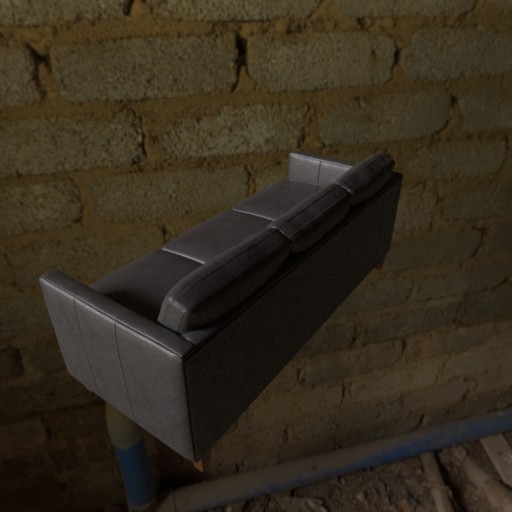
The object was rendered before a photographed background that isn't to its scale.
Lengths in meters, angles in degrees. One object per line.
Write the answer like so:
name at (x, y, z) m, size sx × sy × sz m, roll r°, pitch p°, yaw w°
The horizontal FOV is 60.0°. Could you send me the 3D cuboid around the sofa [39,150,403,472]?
sofa at (0.000, 0.000, 2.952) m, size 1.045 × 1.006 × 2.464 m, roll 20°, pitch 37°, yaw 30°
